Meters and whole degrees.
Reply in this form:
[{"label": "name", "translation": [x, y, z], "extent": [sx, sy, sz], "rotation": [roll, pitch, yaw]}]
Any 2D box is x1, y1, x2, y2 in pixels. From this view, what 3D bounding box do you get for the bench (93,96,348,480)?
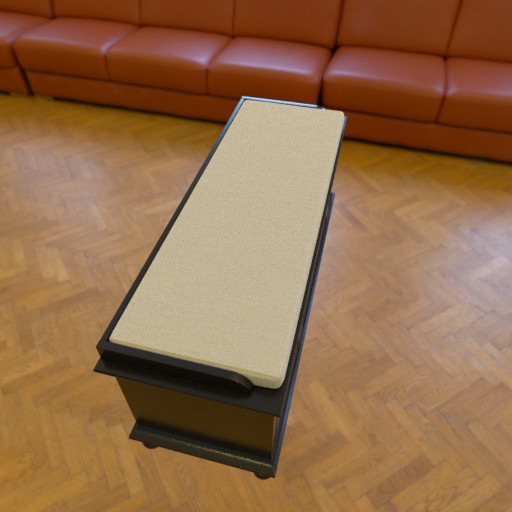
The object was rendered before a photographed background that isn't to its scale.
[{"label": "bench", "translation": [0.000, 0.000, 1.435], "extent": [0.402, 0.501, 1.185], "rotation": [10, 47, 10]}]
